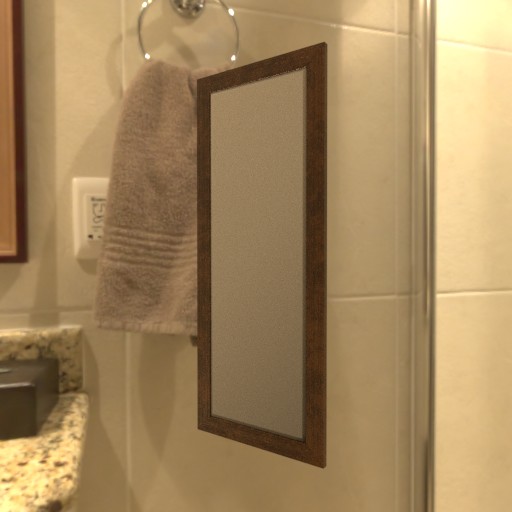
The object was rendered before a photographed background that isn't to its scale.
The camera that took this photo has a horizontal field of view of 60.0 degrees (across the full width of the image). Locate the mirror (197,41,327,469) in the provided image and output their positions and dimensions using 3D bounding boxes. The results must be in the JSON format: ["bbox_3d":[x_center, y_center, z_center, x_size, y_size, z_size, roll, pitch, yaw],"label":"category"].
[{"bbox_3d":[0.000,0.000,2.355,0.812,2.031,0.032,1,1,35],"label":"mirror"}]
